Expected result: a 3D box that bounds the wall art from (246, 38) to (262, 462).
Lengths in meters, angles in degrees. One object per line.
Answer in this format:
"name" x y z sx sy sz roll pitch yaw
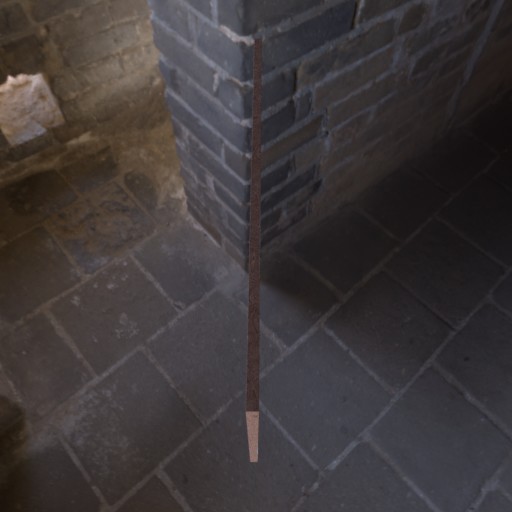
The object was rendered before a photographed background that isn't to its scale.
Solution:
"wall art" 0.000 0.000 1.161 0.019 0.626 0.917 1 59 0
